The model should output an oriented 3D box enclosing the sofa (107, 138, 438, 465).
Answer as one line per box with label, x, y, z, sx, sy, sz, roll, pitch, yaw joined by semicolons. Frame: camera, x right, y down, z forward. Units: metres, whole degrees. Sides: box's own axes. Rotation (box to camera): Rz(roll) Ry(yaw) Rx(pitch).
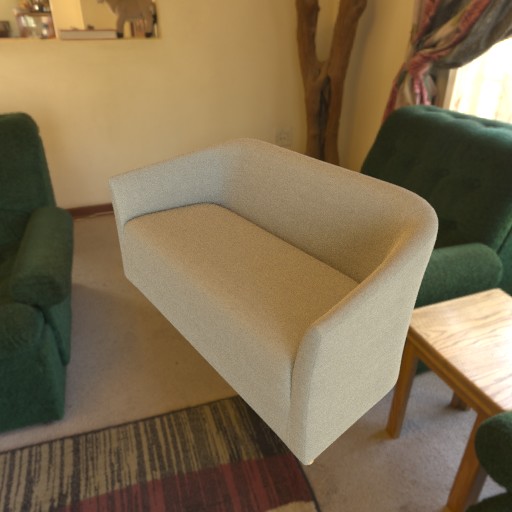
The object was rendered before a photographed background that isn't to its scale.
sofa;0.000;0.000;1.878;0.705;0.721;1.452;-20;34;-32
